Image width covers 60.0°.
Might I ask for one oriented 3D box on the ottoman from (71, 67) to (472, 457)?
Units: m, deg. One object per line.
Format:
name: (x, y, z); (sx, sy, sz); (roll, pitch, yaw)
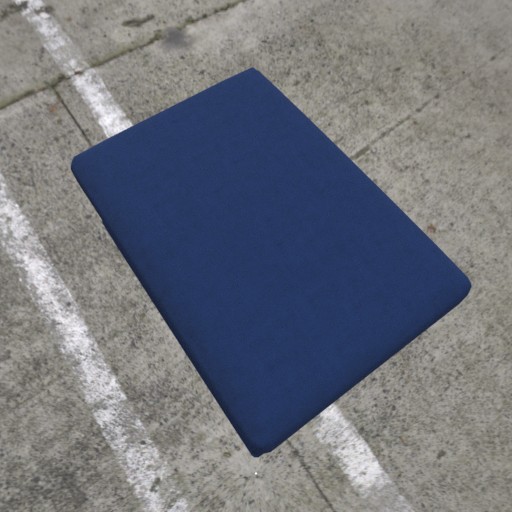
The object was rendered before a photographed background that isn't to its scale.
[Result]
ottoman: (0.000, 0.000, 1.203); (0.587, 0.498, 0.835); (-33, 68, -15)
